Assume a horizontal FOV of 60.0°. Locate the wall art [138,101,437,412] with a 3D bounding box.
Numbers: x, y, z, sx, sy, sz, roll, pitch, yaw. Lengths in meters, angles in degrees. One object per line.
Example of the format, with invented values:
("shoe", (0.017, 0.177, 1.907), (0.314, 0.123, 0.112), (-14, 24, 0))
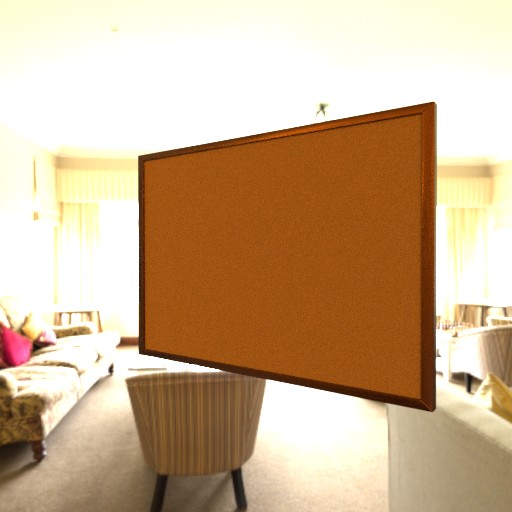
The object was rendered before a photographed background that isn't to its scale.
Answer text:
("wall art", (0.000, 0.000, 0.560), (0.431, 0.304, 0.012), (0, 1, 35))
